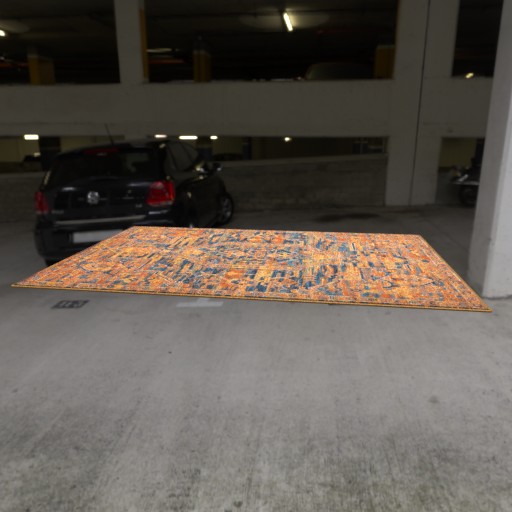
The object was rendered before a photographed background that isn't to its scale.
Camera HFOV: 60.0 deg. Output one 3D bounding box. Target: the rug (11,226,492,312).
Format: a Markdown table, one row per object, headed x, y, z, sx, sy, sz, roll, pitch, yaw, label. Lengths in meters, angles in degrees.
| x | y | z | sx | sy | sz | roll | pitch | yaw | label |
| --- | --- | --- | --- | --- | --- | --- | --- | --- | --- |
| 0.000 | 0.000 | 2.141 | 1.758 | 0.013 | 1.148 | 2 | 16 | 8 | rug |
